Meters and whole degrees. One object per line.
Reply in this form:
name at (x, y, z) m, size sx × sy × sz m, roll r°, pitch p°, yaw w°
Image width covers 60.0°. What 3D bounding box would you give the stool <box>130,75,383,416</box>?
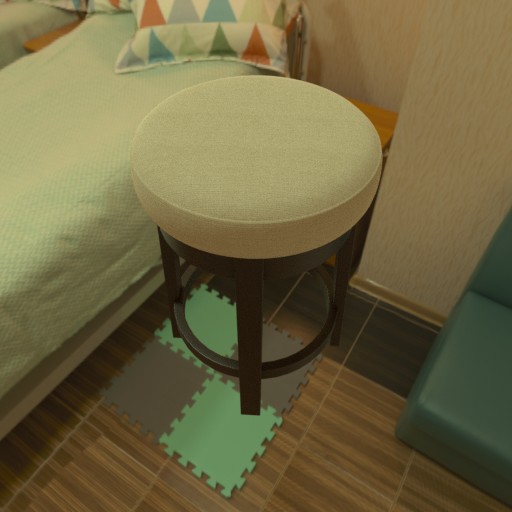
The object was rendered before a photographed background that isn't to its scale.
stool at (0.000, 0.000, 0.972) m, size 0.449 × 0.655 × 0.449 m, roll 0°, pitch 48°, yaw 0°
